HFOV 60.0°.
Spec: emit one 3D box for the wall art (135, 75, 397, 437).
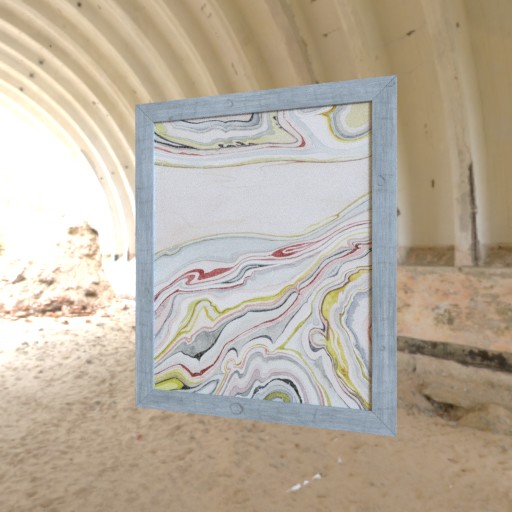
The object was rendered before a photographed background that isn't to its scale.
[{"bbox_3d":[0.000,0.000,0.793,0.479,0.582,0.022,0,0,17],"label":"wall art"}]
